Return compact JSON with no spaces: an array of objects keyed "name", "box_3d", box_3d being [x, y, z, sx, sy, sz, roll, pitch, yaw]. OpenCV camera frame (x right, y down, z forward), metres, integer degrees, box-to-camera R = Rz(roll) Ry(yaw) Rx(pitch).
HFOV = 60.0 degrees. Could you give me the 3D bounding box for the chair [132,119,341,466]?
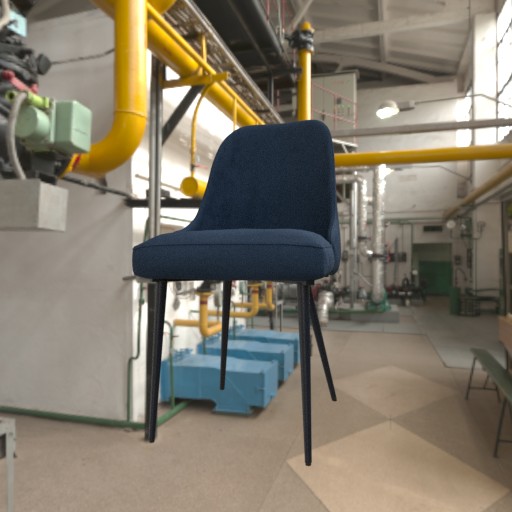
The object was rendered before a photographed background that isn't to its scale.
[{"name":"chair","box_3d":[0.000,0.000,1.241,0.478,0.896,0.559,0,0,18]}]
